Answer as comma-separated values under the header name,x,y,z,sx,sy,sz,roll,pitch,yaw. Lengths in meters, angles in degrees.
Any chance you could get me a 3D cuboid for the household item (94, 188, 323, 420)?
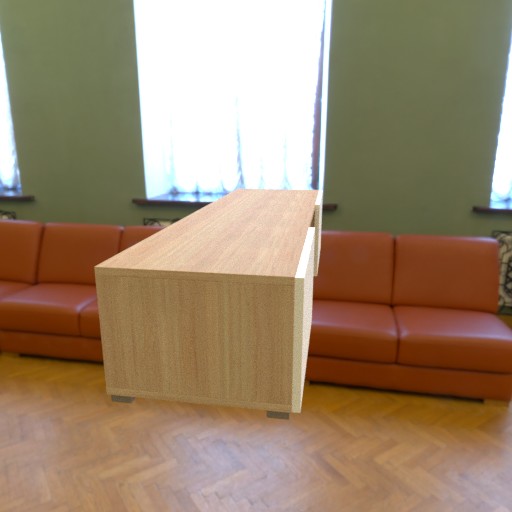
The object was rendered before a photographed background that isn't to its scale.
name,x,y,z,sx,sy,sz,roll,pitch,yaw
household item,0.000,0.000,1.561,0.420,0.310,1.400,3,15,9
